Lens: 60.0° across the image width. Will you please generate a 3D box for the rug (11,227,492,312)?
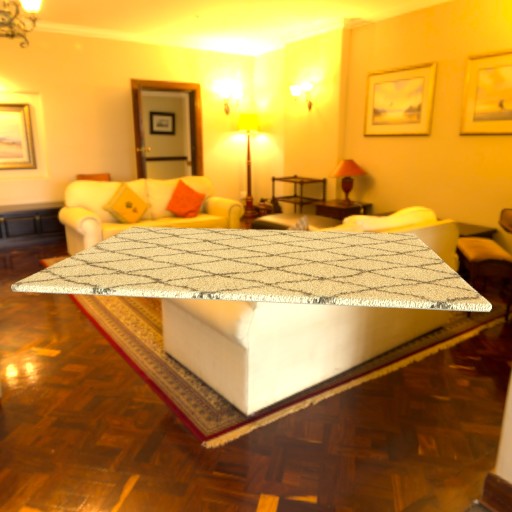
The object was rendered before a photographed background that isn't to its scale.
[{"bbox_3d":[0.000,0.000,2.199,1.778,0.030,1.219,2,15,7],"label":"rug"}]
